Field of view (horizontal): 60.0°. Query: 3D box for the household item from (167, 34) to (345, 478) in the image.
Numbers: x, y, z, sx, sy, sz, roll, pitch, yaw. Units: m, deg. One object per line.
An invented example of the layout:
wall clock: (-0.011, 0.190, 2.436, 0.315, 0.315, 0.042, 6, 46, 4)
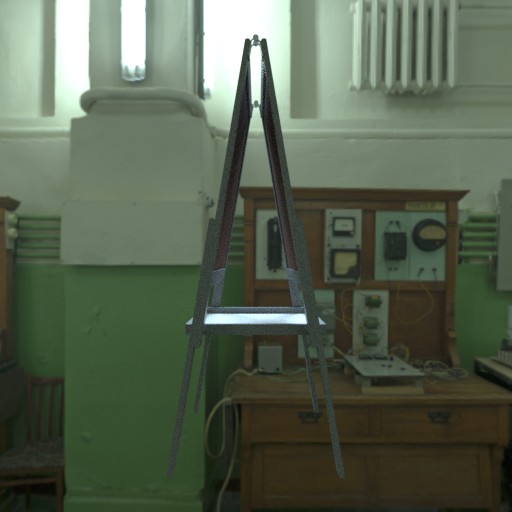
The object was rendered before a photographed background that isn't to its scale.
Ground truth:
household item: (0.000, 0.000, 1.434, 0.469, 1.172, 0.531, 0, 0, 0)
